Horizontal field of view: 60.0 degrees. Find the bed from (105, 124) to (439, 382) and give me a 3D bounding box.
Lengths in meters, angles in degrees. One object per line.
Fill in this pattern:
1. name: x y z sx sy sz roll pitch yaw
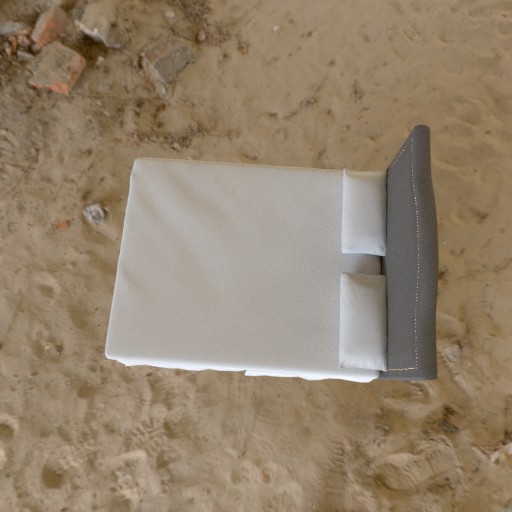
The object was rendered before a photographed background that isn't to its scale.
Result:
1. bed: 0.000 0.000 3.465 2.282 1.436 1.821 4 75 1
